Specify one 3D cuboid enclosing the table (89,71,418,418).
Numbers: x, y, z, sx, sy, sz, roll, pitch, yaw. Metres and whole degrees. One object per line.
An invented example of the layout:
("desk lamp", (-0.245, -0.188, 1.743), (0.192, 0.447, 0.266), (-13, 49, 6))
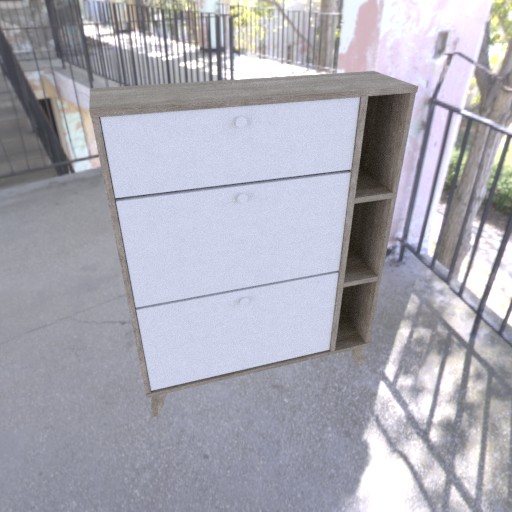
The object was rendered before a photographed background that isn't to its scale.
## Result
("table", (0.000, 0.000, 1.565), (0.902, 1.135, 0.256), (-9, 34, -14))
